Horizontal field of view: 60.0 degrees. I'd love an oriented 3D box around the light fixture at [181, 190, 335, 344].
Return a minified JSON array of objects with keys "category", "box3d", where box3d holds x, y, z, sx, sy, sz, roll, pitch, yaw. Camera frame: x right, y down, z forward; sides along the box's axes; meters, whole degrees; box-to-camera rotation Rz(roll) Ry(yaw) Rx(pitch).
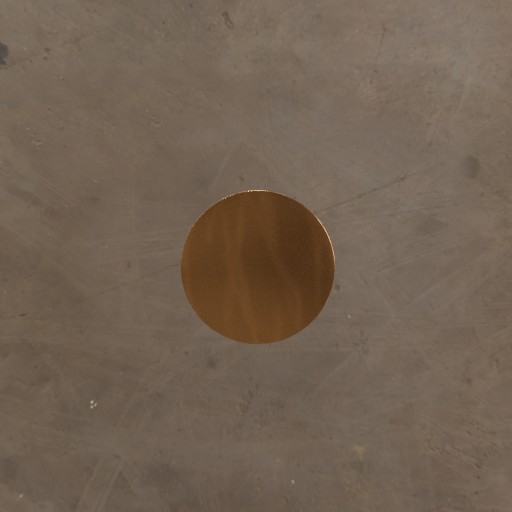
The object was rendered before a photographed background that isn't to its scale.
[{"category":"light fixture","box3d":[0.000,0.000,0.504,0.108,0.457,0.105,0,93,0]}]
